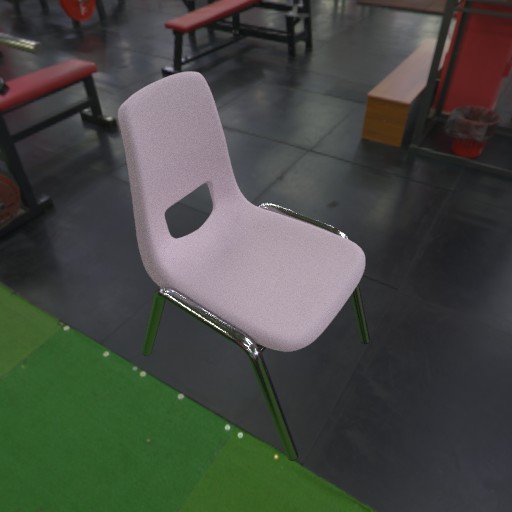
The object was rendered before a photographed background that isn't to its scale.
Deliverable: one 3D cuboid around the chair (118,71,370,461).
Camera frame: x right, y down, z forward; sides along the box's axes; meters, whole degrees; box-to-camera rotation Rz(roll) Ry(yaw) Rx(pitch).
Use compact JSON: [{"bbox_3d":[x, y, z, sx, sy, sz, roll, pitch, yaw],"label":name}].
[{"bbox_3d":[0.000,0.000,0.843,0.423,0.586,0.354,25,47,25],"label":"chair"}]
